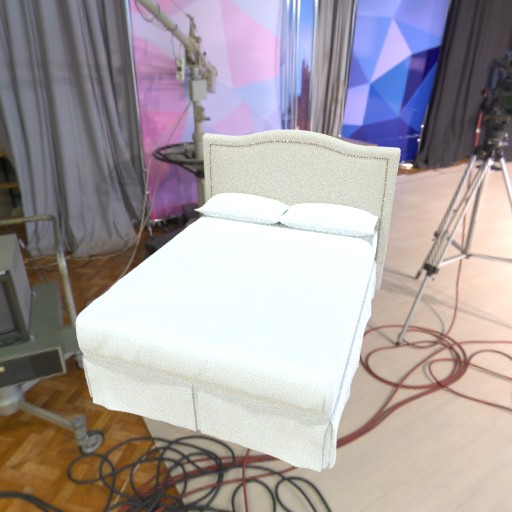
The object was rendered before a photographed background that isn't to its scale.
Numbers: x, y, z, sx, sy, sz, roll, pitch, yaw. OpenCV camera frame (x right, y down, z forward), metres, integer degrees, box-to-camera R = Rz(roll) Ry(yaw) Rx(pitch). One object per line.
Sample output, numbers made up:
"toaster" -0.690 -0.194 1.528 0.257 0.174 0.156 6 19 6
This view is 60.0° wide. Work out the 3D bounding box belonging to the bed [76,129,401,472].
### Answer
"bed" 0.000 0.000 3.271 1.753 1.460 2.143 9 28 18
